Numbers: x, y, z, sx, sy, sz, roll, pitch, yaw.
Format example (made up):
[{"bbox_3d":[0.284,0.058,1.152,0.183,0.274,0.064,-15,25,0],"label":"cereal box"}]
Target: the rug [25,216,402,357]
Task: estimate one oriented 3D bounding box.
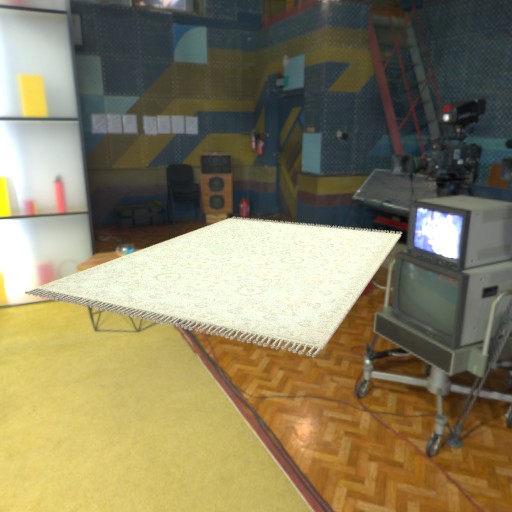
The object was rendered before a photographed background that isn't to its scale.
[{"bbox_3d":[0.000,0.000,2.297,1.223,0.015,1.771,7,17,24],"label":"rug"}]
